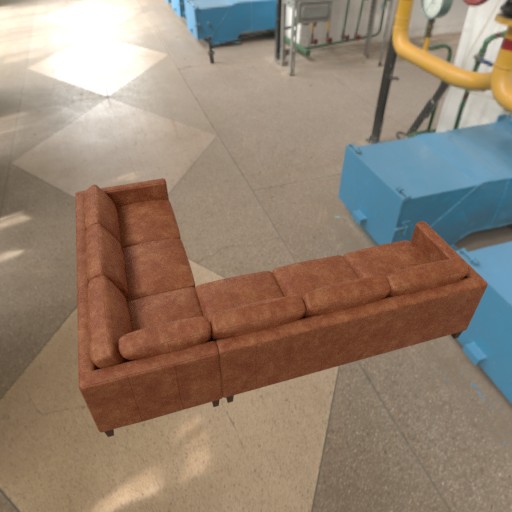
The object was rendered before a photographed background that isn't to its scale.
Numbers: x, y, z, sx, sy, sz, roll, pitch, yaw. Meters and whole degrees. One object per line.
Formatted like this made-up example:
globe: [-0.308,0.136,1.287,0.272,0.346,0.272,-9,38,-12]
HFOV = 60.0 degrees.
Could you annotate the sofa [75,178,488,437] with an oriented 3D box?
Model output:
sofa: [0.000,0.000,4.228,3.167,0.838,2.438,-12,42,-13]
